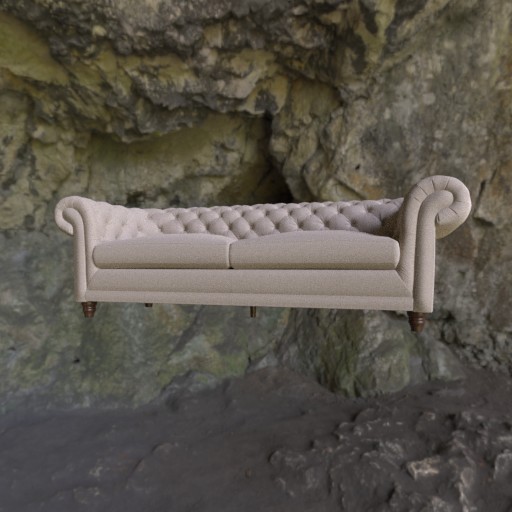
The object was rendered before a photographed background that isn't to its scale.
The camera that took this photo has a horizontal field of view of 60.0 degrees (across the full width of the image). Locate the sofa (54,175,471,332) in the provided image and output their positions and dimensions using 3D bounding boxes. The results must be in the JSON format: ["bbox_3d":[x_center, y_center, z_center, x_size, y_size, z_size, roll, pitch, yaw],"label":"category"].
[{"bbox_3d":[0.000,0.000,3.140,2.694,0.847,1.076,0,-1,18],"label":"sofa"}]
